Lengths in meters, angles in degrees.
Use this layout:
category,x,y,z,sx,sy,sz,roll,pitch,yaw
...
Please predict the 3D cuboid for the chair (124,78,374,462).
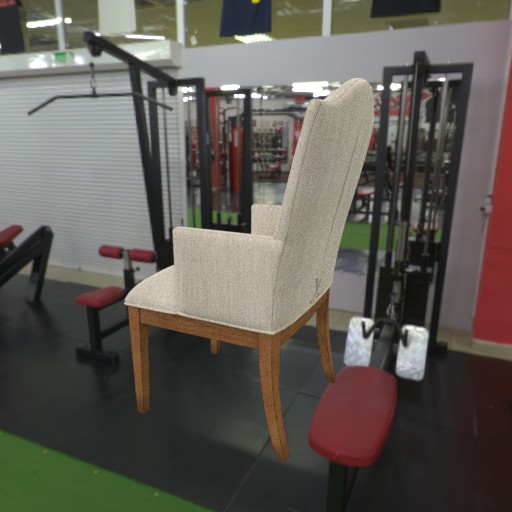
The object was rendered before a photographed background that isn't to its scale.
category,x,y,z,sx,sy,sz,roll,pitch,yaw
chair,0.000,0.000,1.396,0.641,1.016,0.533,7,17,25
